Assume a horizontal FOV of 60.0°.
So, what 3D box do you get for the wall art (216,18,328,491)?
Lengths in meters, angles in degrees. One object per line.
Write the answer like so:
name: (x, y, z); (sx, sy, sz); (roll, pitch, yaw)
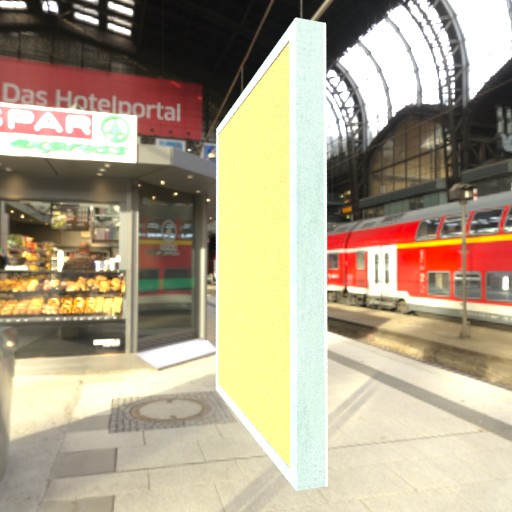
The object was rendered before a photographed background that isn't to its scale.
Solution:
wall art: (0.000, 0.000, 0.676); (0.037, 0.509, 0.409); (0, -1, -17)
